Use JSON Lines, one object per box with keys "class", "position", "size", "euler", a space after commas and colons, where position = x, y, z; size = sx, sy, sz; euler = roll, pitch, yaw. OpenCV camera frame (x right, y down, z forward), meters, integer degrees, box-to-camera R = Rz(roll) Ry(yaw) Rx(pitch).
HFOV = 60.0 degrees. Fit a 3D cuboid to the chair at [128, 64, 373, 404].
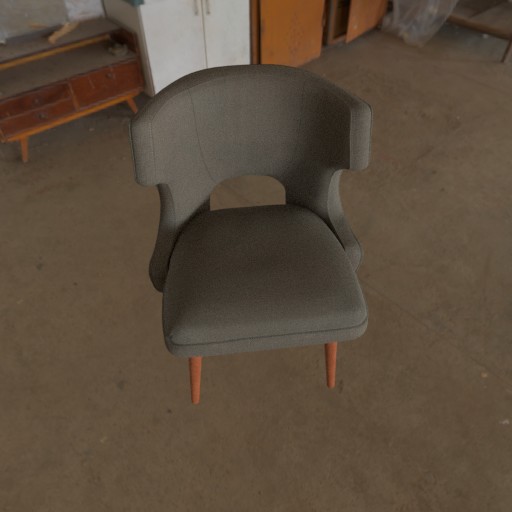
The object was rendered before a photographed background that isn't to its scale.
{"class": "chair", "position": [0.000, 0.000, 1.271], "size": [0.595, 0.863, 0.581], "euler": [-5, 48, -5]}
